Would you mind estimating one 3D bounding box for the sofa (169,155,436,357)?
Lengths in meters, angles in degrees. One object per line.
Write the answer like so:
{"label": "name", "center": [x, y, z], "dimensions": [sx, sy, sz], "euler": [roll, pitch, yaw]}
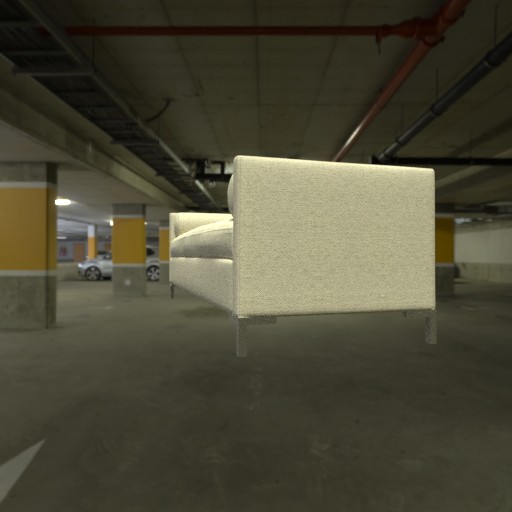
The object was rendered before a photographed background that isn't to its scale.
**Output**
{"label": "sofa", "center": [0.000, 0.000, 2.532], "dimensions": [0.797, 0.655, 2.102], "euler": [0, 0, -17]}
